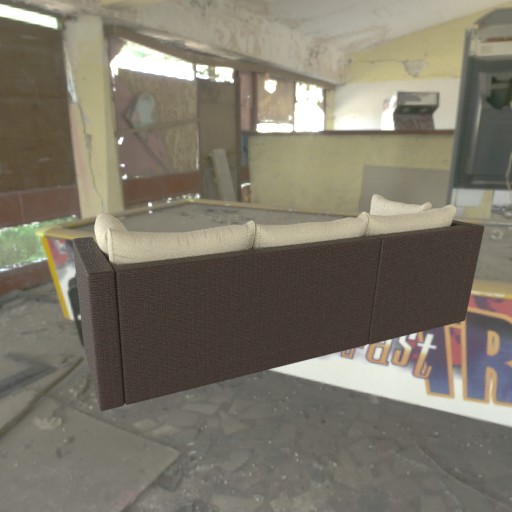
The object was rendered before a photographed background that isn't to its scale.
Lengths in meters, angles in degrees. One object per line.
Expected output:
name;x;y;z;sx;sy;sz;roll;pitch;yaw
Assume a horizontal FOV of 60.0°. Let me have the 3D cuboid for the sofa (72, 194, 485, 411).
sofa;0.000;0.000;2.880;2.192;0.766;1.612;-7;16;-25
